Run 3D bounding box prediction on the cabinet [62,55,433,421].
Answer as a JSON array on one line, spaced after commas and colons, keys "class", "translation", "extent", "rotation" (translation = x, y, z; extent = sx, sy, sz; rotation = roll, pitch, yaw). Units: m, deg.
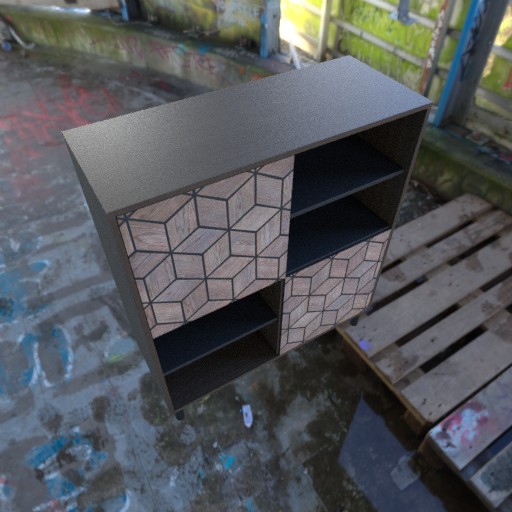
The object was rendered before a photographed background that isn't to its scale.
[{"class": "cabinet", "translation": [0.000, 0.000, 1.703], "extent": [1.010, 1.170, 0.400], "rotation": [-23, 51, -21]}]
